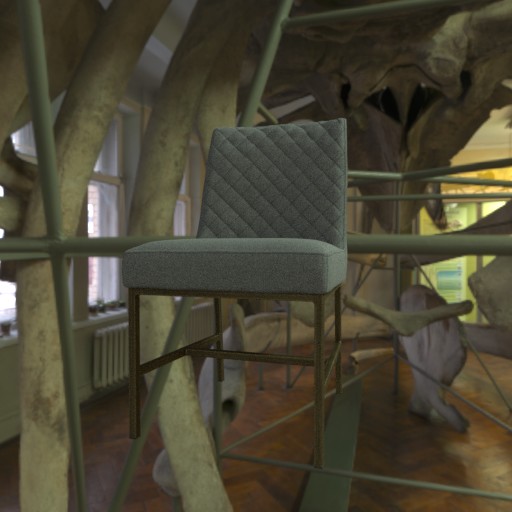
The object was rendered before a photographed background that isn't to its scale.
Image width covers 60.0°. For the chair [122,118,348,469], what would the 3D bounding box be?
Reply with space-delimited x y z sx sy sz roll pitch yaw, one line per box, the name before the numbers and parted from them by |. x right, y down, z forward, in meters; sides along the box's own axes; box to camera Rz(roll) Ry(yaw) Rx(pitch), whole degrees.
chair | 0.000 0.000 1.262 0.508 0.889 0.587 0 1 18
